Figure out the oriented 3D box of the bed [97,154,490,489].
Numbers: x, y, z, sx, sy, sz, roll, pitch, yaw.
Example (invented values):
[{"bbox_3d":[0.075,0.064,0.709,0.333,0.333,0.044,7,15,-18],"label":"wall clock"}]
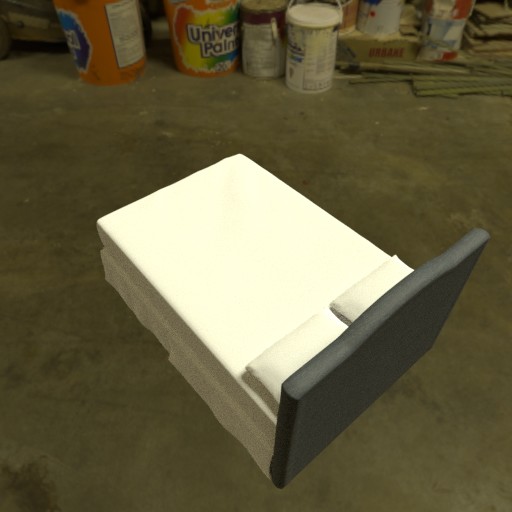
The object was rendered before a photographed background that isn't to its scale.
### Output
[{"bbox_3d":[0.000,0.000,3.464,1.747,1.441,2.507,-31,54,-26],"label":"bed"}]
